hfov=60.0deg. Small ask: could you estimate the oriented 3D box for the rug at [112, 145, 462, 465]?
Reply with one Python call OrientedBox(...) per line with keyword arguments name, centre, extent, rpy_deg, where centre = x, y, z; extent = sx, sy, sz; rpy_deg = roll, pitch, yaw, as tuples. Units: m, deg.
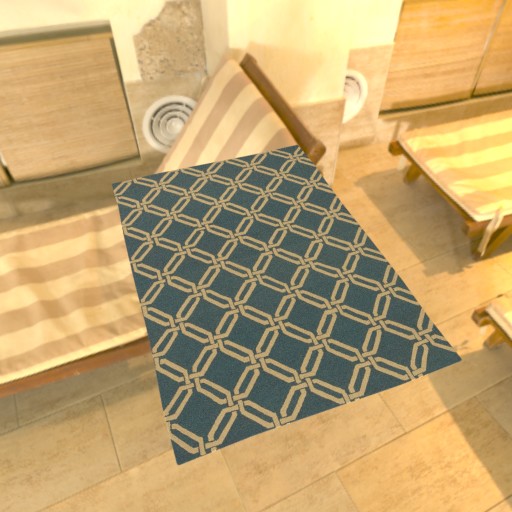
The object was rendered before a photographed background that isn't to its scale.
OrientedBox(name="rug", centre=(0.000, 0.000, 2.798), extent=(1.524, 0.013, 2.135), rpy_deg=(-15, 49, -14))
